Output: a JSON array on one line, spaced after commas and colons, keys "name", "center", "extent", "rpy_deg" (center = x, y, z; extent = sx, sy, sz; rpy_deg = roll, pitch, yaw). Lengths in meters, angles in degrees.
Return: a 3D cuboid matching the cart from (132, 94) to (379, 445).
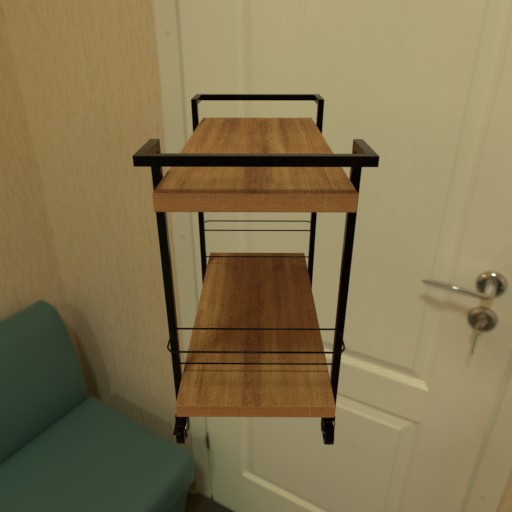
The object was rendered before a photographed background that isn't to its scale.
[{"name": "cart", "center": [0.000, 0.000, 1.238], "extent": [0.406, 0.762, 0.806], "rpy_deg": [0, 27, 0]}]
